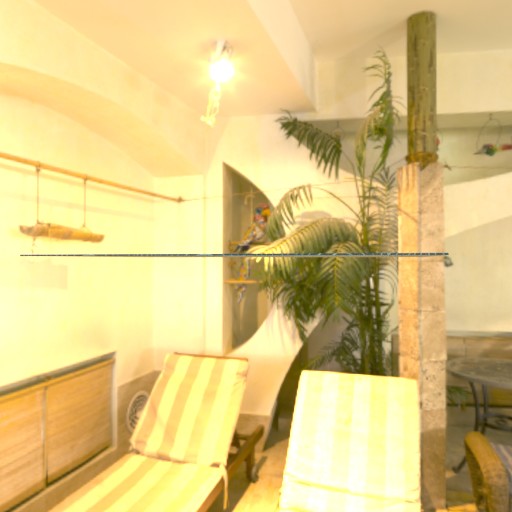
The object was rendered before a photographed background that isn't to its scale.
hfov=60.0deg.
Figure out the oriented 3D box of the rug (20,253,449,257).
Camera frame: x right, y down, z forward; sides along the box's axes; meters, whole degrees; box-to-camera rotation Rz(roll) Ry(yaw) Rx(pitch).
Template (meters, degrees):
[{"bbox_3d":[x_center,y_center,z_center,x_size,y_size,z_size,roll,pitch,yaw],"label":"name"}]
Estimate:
[{"bbox_3d":[0.000,0.000,4.099,3.033,0.012,2.432,0,0,17],"label":"rug"}]
